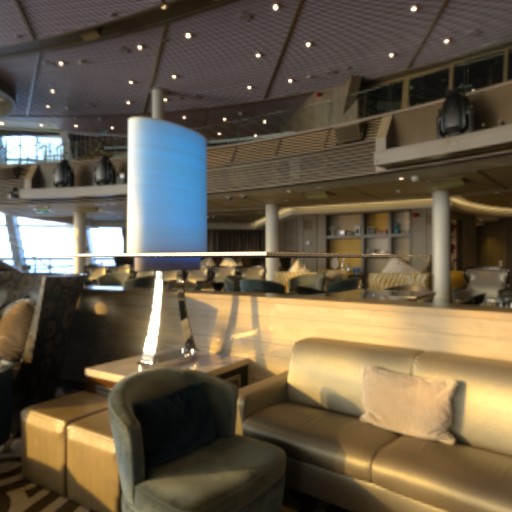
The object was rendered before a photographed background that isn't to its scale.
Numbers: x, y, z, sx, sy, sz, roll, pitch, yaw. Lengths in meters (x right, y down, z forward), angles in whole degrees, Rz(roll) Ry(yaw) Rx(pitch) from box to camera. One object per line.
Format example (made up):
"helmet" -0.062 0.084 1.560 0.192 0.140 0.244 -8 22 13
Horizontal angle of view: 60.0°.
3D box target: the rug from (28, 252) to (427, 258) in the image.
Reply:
"rug" 0.000 0.000 4.911 2.734 0.037 3.659 0 0 35
